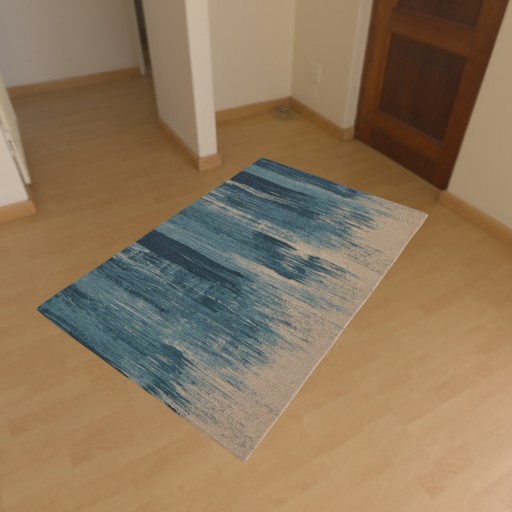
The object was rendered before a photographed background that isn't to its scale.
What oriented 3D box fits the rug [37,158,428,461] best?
[{"bbox_3d":[0.000,0.000,2.360,1.232,0.009,1.836,25,46,27],"label":"rug"}]
